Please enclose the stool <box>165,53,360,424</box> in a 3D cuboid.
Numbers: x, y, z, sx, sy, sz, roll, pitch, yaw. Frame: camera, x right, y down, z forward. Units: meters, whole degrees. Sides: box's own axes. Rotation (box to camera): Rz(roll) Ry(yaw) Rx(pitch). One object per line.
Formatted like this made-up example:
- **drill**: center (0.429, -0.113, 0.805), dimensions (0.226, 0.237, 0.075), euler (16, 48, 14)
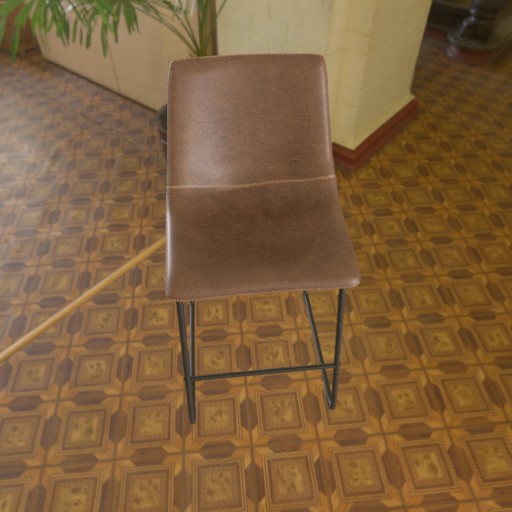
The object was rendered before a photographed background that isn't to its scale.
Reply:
- **stool**: center (0.000, 0.000, 1.228), dimensions (0.460, 0.890, 0.550), euler (-4, 47, -4)
